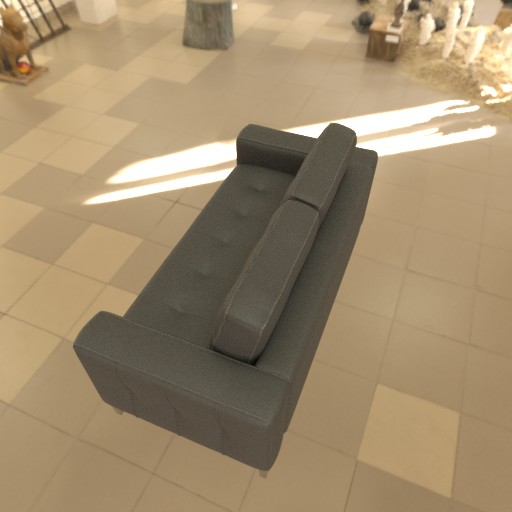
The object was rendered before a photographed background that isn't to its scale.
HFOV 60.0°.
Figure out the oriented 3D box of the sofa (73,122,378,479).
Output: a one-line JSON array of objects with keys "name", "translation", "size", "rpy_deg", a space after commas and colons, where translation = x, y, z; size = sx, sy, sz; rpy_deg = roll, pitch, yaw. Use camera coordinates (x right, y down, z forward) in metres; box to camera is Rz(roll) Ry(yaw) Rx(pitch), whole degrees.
[{"name": "sofa", "translation": [0.000, 0.000, 2.213], "size": [0.833, 0.893, 1.726], "rpy_deg": [17, 49, 15]}]
